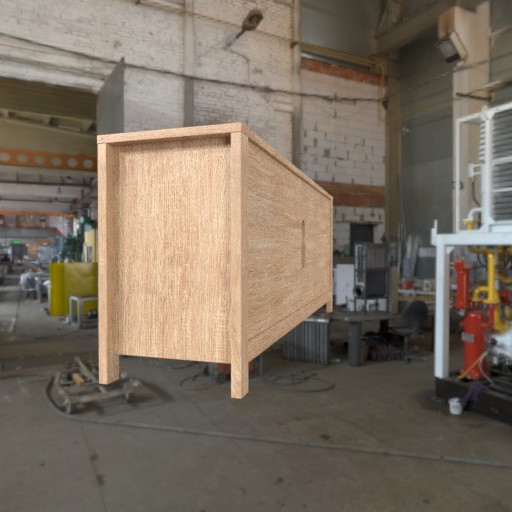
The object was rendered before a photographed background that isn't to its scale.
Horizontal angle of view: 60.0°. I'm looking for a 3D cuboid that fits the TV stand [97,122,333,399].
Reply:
[{"bbox_3d":[0.000,0.000,1.734,0.398,0.610,1.466,0,1,18],"label":"TV stand"}]
